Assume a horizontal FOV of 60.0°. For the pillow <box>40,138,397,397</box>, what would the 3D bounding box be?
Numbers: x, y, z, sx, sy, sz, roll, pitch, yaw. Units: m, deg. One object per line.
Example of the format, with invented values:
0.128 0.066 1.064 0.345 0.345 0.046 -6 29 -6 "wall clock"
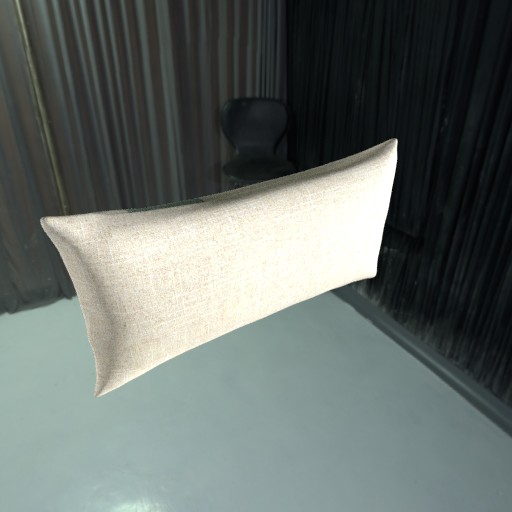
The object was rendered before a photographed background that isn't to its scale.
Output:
0.000 0.000 1.043 0.859 0.429 0.197 -18 35 -29 "pillow"
